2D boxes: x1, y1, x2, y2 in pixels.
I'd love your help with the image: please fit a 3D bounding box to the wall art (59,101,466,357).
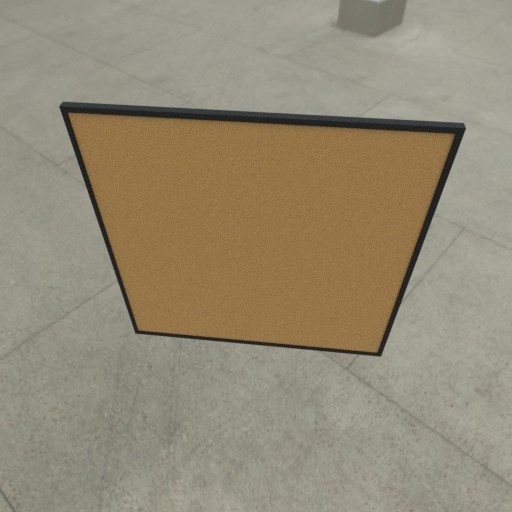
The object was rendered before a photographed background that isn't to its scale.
[{"bbox_3d":[0.000,0.000,0.664,0.458,0.457,0.013,4,46,4],"label":"wall art"}]
